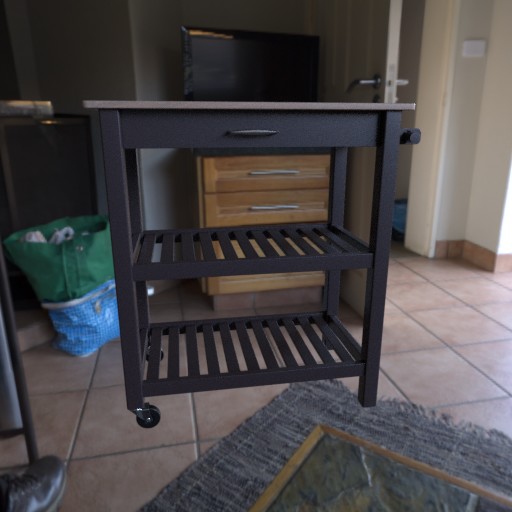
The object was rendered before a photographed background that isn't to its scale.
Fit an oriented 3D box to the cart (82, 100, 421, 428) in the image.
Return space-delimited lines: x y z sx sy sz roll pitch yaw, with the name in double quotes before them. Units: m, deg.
"cart" 0.000 0.000 1.444 0.899 0.927 0.457 -3 17 -9
